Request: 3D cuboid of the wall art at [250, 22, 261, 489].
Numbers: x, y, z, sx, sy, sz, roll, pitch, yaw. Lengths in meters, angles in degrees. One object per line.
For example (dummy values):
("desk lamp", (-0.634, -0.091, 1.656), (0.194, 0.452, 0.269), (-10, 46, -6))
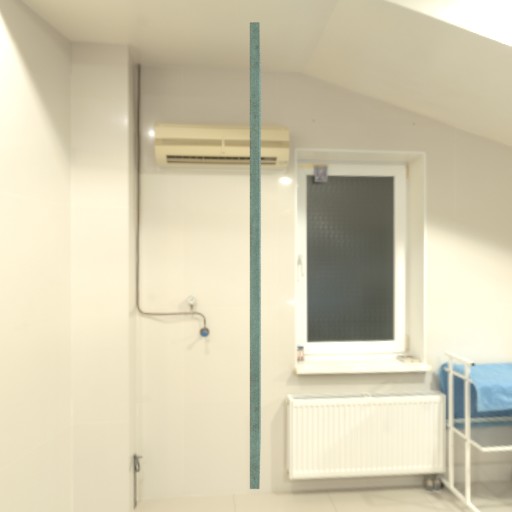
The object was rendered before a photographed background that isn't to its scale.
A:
("wall art", (0.000, 0.000, 1.321), (0.025, 1.219, 0.329), (0, 0, 1))
